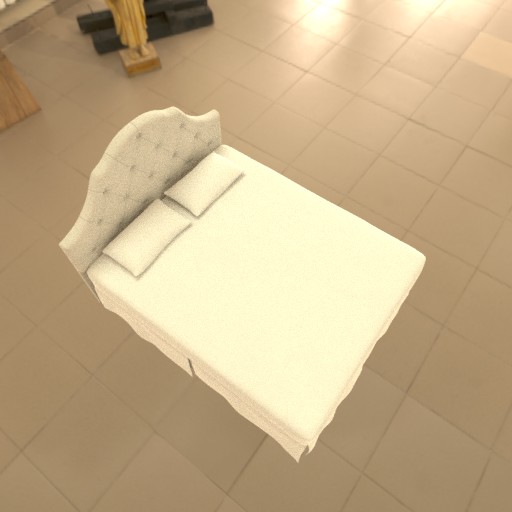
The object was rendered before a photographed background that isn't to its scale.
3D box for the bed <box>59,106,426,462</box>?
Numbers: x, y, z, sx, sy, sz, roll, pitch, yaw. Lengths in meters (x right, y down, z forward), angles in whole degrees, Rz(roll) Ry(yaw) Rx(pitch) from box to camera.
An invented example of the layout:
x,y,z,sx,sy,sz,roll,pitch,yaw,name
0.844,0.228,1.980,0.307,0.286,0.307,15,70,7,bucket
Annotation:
x,y,z,sx,sy,sz,roll,pitch,yaw,name
0.000,0.000,3.779,2.477,1.617,2.039,32,64,18,bed
